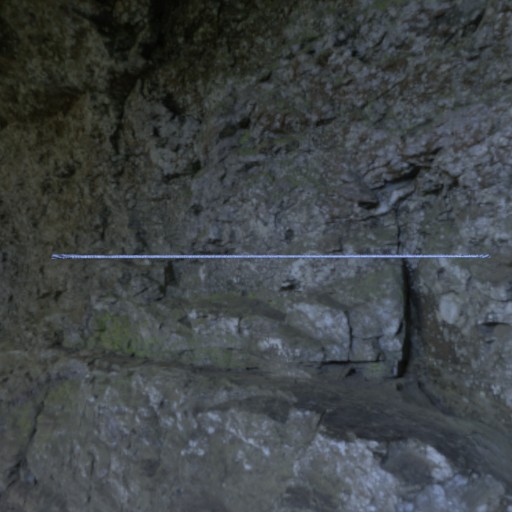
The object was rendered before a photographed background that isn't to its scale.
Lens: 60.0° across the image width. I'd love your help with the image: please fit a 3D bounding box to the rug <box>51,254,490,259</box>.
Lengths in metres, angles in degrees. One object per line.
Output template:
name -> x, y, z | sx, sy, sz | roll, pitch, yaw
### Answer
rug -> 0.000, 0.000, 2.951 | 2.312, 0.017, 1.613 | 0, 0, -19
